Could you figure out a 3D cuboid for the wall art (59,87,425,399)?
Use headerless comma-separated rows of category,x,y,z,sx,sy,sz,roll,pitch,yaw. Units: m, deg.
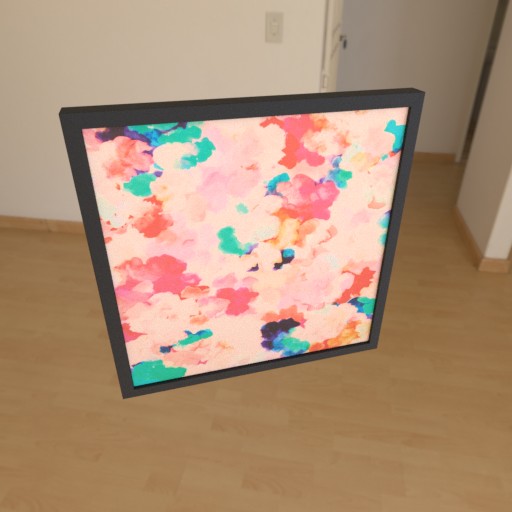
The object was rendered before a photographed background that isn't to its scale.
wall art,0.000,0.000,0.739,0.506,0.503,0.036,-8,32,-13
